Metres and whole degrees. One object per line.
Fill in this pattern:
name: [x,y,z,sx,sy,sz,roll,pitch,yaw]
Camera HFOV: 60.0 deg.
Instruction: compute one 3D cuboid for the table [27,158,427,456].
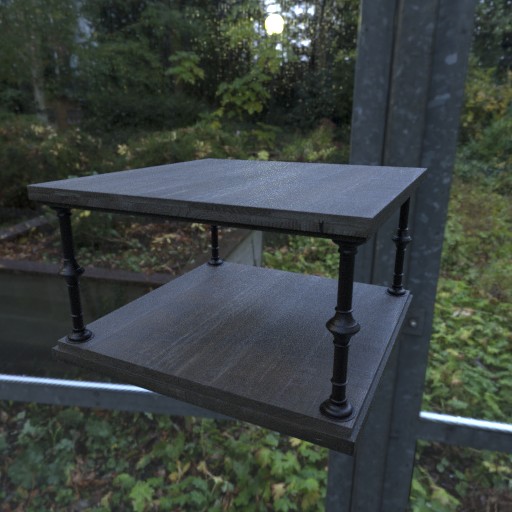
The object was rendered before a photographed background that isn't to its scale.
table: [0.000,0.000,1.111,0.696,0.400,0.696,8,19,25]
